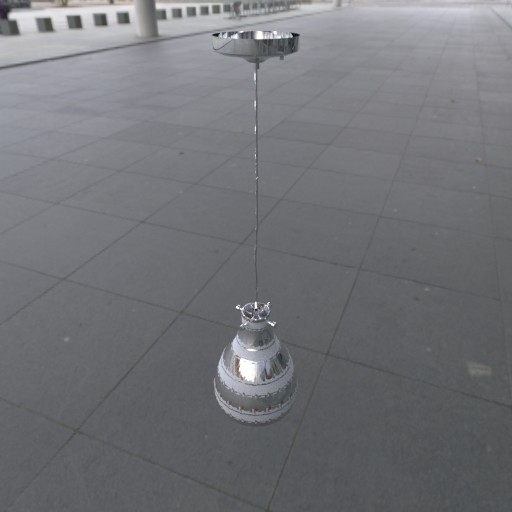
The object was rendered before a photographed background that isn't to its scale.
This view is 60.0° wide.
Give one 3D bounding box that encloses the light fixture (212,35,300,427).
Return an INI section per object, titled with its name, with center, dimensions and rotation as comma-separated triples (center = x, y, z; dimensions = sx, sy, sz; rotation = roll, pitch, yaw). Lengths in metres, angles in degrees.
[light fixture]
center = 0.000, 0.000, 1.626
dimensions = 0.374, 1.457, 0.374
rotation = 22, 37, 31
